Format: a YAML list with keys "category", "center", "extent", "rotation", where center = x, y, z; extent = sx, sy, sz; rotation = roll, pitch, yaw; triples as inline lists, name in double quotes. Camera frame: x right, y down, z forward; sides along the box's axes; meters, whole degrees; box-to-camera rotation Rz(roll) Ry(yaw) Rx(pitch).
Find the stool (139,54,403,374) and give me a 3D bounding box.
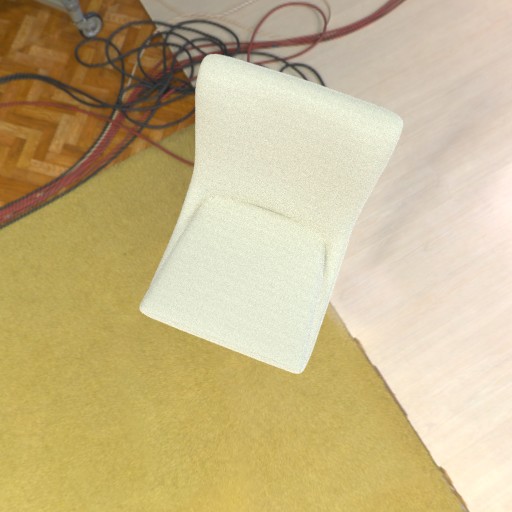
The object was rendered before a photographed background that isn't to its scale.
- category: "stool"
  center: [0.000, 0.000, 1.318]
  extent: [0.483, 0.991, 0.559]
  rotation: [20, 78, 5]
